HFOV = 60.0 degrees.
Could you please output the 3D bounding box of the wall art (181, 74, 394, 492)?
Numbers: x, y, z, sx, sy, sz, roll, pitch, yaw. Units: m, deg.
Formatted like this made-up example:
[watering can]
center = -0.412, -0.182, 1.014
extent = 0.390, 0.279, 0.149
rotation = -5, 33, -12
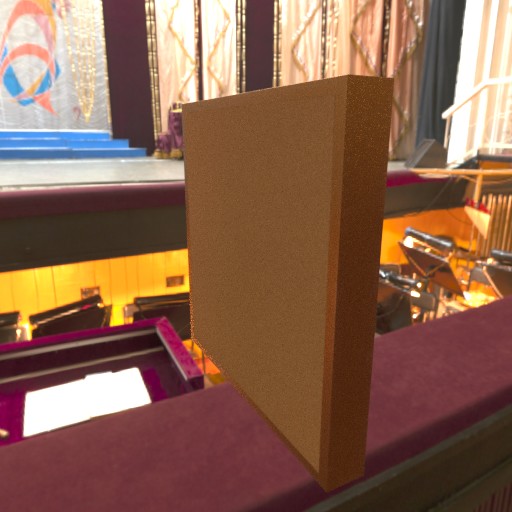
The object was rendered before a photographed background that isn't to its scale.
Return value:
[wall art]
center = 0.000, 0.000, 0.445
extent = 0.038, 0.305, 0.306
rotation = -8, 17, -27
